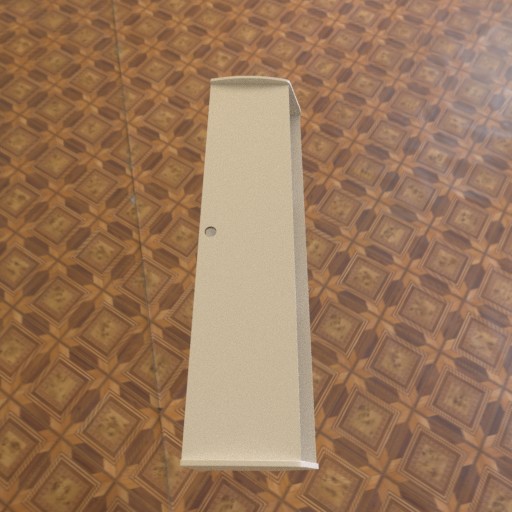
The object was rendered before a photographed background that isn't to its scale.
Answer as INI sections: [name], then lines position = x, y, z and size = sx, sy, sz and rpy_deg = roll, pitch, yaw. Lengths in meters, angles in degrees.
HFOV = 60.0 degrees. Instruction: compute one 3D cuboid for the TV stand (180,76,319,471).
[TV stand]
position = 0.000, 0.000, 1.701
size = 0.397, 0.424, 1.473
rpy_deg = 0, 63, 0
